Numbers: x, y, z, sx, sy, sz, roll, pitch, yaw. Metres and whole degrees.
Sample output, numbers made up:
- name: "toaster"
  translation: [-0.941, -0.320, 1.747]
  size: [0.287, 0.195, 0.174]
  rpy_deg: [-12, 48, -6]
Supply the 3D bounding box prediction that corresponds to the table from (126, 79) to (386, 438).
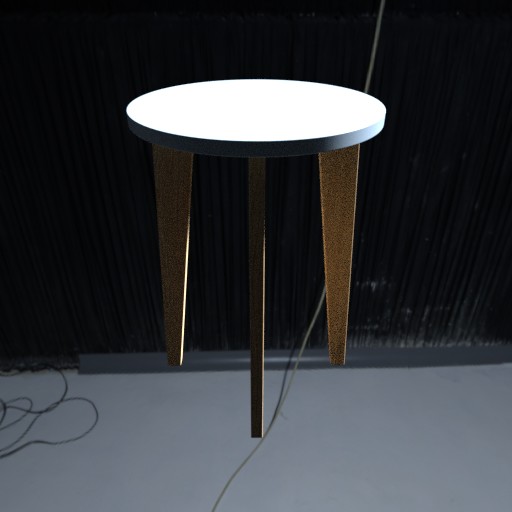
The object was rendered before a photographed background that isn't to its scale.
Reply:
- name: "table"
  translation: [0.000, 0.000, 0.747]
  size: [0.350, 0.500, 0.350]
  rpy_deg: [0, 32, 0]
